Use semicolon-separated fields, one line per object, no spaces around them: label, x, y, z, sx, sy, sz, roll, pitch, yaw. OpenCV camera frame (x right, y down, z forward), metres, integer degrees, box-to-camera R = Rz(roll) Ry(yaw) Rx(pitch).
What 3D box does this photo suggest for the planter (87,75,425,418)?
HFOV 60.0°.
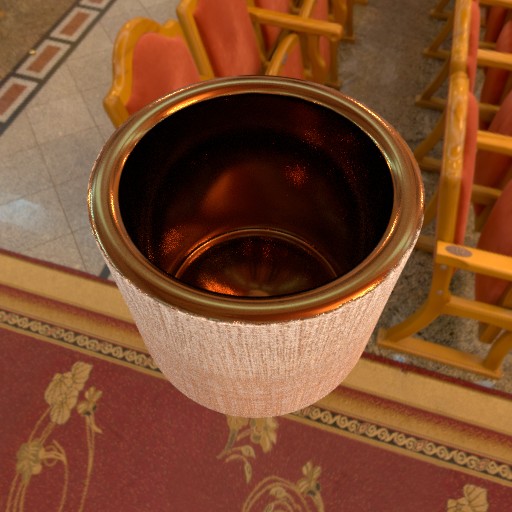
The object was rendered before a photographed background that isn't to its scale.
planter;0.000;0.000;0.296;0.177;0.157;0.177;0;56;0
